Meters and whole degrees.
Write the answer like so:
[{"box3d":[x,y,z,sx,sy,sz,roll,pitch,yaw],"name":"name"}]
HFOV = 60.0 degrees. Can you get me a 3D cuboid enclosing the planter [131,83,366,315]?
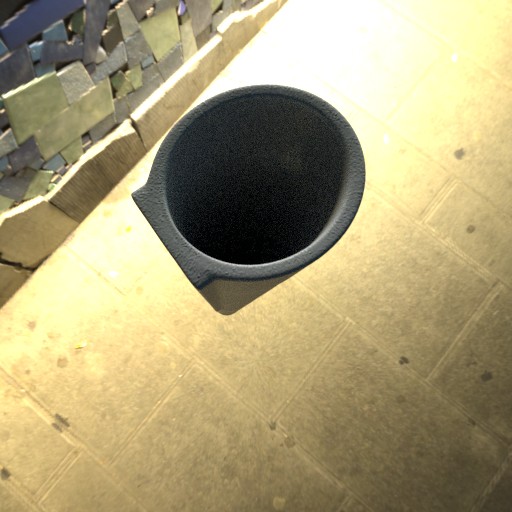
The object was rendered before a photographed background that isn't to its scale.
[{"box3d":[0.000,0.000,0.217,0.064,0.191,0.057,-35,79,-8],"name":"planter"}]
